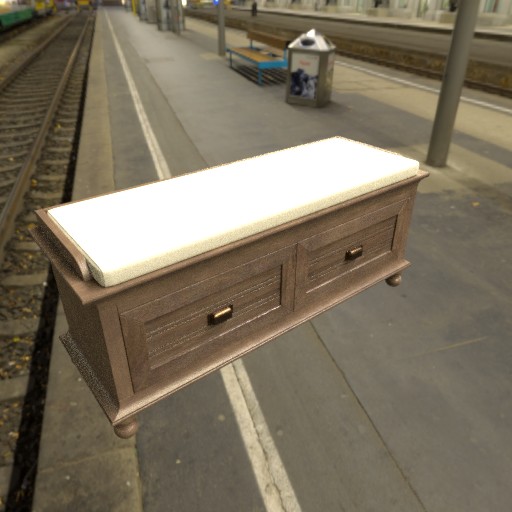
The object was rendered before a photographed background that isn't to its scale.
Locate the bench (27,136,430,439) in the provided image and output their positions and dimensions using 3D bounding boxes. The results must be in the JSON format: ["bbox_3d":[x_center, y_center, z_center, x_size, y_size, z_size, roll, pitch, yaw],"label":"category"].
[{"bbox_3d":[0.000,0.000,1.422,1.185,0.501,0.402,-22,37,-32],"label":"bench"}]
